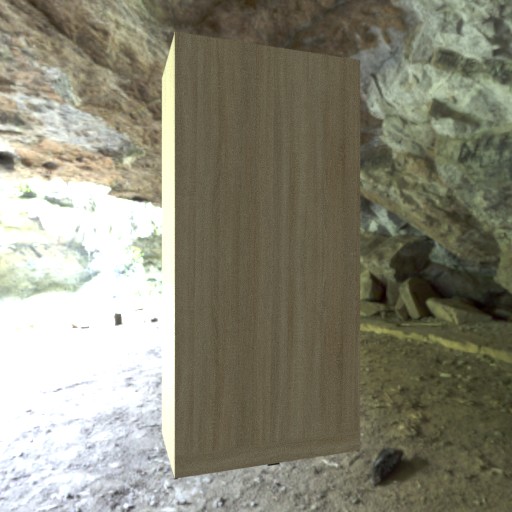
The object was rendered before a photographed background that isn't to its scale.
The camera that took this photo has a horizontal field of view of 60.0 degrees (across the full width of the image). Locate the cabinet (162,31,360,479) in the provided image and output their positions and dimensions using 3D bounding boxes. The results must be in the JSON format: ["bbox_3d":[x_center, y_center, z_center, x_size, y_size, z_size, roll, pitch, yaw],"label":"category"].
[{"bbox_3d":[0.000,0.000,2.527,1.001,2.121,0.590,0,0,-18],"label":"cabinet"}]
